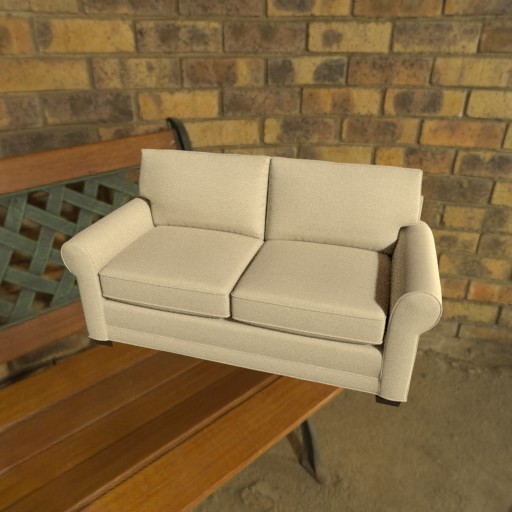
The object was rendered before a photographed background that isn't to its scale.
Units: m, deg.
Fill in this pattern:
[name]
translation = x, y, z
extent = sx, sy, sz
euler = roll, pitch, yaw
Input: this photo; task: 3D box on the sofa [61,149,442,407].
[sofa]
translation = 0.000, 0.000, 2.343
extent = 1.774, 0.933, 0.861
euler = 8, 28, 15
